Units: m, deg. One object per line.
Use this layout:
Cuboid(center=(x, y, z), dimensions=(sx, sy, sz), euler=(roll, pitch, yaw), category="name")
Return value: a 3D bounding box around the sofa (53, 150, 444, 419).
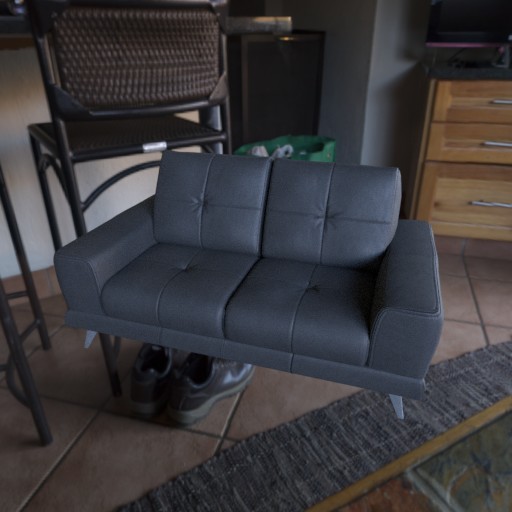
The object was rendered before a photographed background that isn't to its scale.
Cuboid(center=(0.000, 0.000, 2.340), dimensions=(1.806, 0.907, 1.018), euler=(8, 27, 16), category="sofa")
